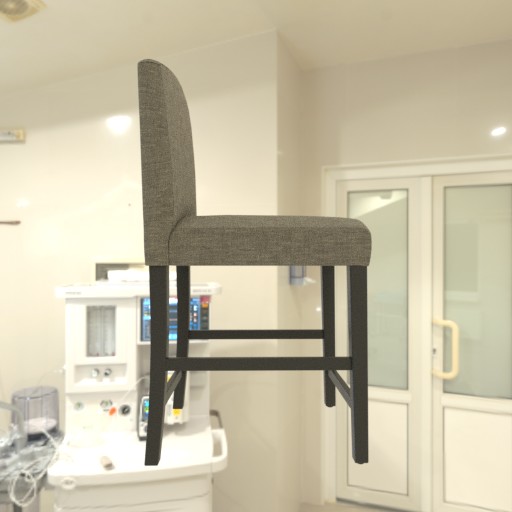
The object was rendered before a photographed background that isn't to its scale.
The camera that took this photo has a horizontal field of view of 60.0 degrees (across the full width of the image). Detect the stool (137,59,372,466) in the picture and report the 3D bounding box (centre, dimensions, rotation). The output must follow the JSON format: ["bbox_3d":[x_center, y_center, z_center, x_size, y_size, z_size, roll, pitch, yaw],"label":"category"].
[{"bbox_3d":[0.000,0.000,1.227,0.552,0.966,0.451,0,0,-1],"label":"stool"}]
